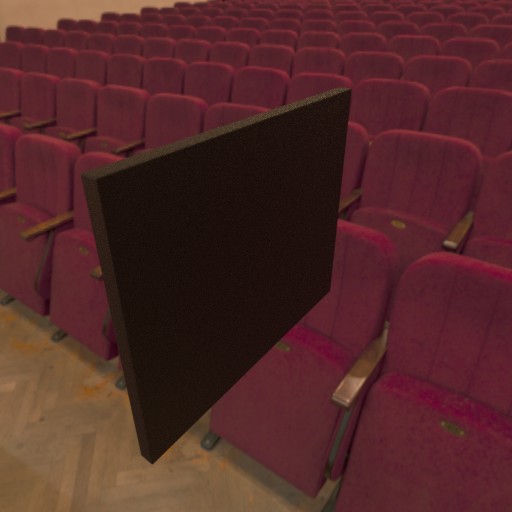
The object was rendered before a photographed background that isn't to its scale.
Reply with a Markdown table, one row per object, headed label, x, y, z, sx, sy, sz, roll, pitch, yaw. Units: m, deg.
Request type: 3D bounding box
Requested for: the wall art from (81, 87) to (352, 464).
| label | x | y | z | sx | sy | sz | roll | pitch | yaw |
| --- | --- | --- | --- | --- | --- | --- | --- | --- | --- |
| wall art | 0.000 | 0.000 | 0.746 | 0.031 | 0.457 | 0.558 | 21 | 37 | 31 |
